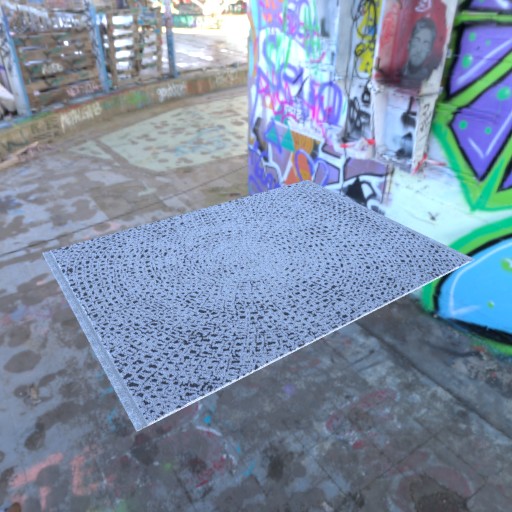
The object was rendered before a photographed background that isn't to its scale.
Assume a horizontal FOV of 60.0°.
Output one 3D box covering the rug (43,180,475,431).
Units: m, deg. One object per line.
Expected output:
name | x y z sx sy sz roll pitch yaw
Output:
rug | 0.000 0.000 2.070 1.634 0.003 1.190 -20 37 -29
